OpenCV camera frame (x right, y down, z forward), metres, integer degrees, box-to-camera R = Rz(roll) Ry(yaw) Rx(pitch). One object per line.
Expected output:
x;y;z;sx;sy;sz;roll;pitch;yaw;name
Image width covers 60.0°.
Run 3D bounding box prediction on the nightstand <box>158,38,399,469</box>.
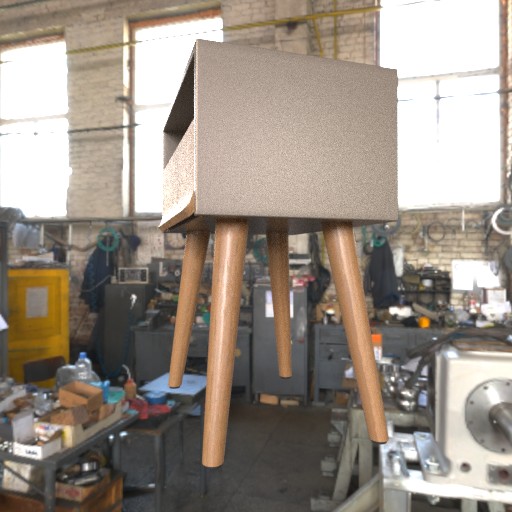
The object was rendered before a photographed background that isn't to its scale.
0.000;0.000;0.733;0.288;0.508;0.370;0;0;-18;nightstand
